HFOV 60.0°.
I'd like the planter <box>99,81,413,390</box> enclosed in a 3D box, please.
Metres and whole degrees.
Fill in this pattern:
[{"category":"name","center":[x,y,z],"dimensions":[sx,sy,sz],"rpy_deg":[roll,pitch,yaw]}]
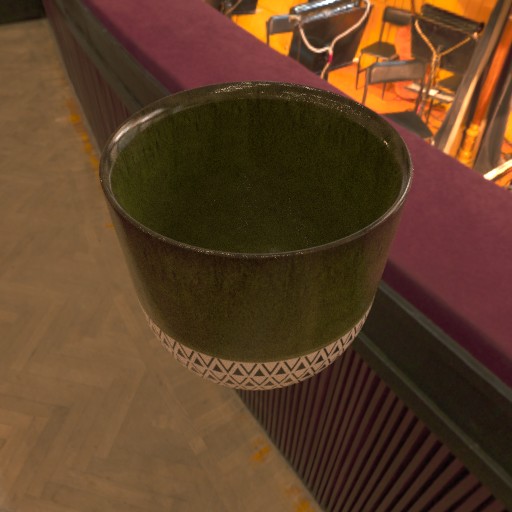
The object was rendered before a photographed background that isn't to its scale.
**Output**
[{"category":"planter","center":[0.000,0.000,0.481],"dimensions":[0.266,0.270,0.266],"rpy_deg":[0,46,0]}]
